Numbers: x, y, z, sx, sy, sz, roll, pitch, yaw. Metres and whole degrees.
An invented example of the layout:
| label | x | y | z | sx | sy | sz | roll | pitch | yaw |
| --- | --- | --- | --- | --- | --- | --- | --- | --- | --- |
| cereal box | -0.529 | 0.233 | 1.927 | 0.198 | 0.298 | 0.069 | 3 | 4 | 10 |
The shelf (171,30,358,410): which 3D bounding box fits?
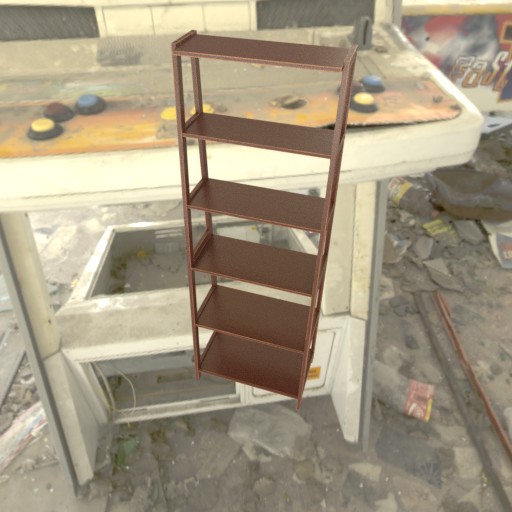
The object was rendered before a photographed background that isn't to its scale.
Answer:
| label | x | y | z | sx | sy | sz | roll | pitch | yaw |
| --- | --- | --- | --- | --- | --- | --- | --- | --- | --- |
| shelf | 0.000 | 0.000 | 2.169 | 0.660 | 1.892 | 0.381 | 12 | 43 | 13 |
